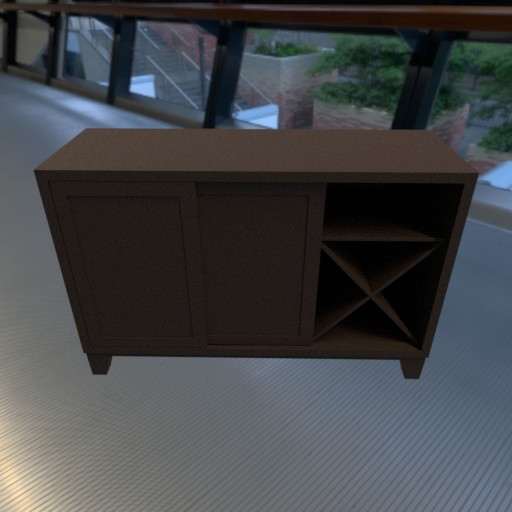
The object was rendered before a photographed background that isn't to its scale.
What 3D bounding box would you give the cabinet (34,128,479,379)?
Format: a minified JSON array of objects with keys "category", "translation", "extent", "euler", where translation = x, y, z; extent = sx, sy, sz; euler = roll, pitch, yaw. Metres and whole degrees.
[{"category":"cabinet","translation":[0.000,0.000,1.831],"extent":[1.396,0.914,0.482],"euler":[1,31,1]}]
